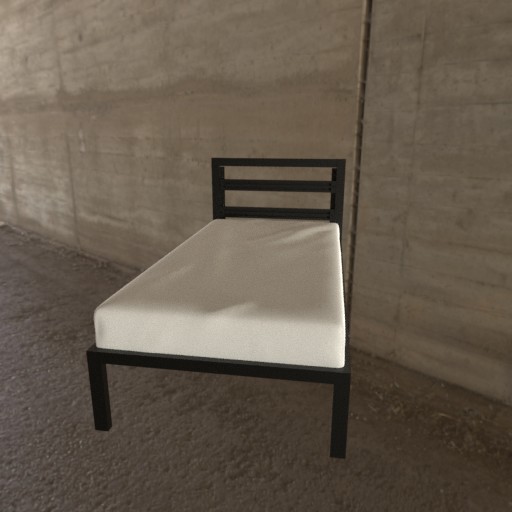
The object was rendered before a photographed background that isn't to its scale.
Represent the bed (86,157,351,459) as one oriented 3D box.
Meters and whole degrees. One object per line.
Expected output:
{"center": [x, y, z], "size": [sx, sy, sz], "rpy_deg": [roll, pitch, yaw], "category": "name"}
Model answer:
{"center": [0.000, 0.000, 2.493], "size": [0.991, 0.967, 1.930], "rpy_deg": [3, 16, 9], "category": "bed"}
